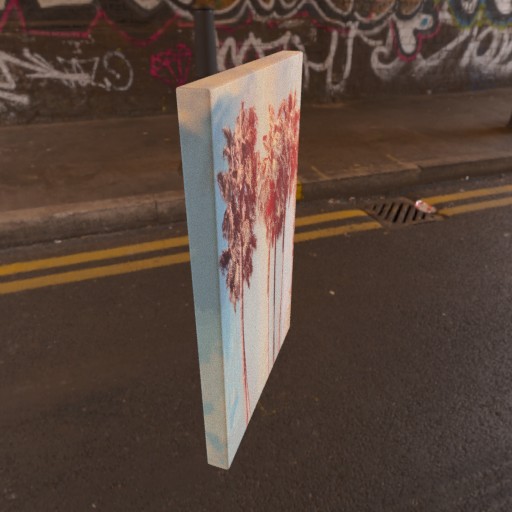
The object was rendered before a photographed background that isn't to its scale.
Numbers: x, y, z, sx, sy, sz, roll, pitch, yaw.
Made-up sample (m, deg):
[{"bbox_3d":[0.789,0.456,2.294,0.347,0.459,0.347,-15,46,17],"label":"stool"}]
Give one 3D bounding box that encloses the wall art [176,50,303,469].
[{"bbox_3d":[0.000,0.000,0.763,0.038,0.610,0.401,10,31,16],"label":"wall art"}]
